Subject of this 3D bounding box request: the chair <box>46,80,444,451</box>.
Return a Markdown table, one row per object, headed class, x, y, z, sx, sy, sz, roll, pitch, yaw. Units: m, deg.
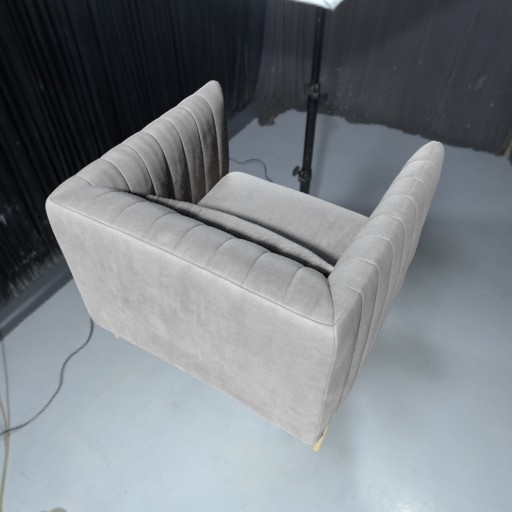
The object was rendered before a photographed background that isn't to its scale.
| class | x | y | z | sx | sy | sz | roll | pitch | yaw |
| --- | --- | --- | --- | --- | --- | --- | --- | --- | --- |
| chair | 0.000 | 0.000 | 1.592 | 0.981 | 0.779 | 0.873 | 23 | 50 | 21 |
